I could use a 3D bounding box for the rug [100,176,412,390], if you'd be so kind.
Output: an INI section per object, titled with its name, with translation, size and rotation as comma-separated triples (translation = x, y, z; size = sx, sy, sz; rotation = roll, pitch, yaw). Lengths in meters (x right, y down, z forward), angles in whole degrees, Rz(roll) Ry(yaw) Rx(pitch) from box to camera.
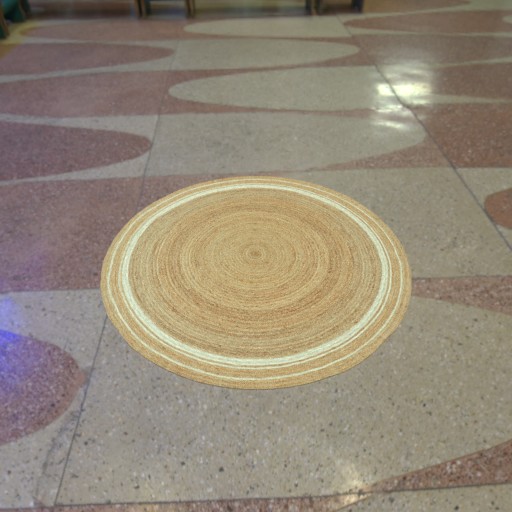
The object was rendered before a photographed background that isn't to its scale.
[rug]
translation = 0.000, 0.000, 3.602
size = 2.444, 0.015, 2.444
rotation = 0, 42, 0
